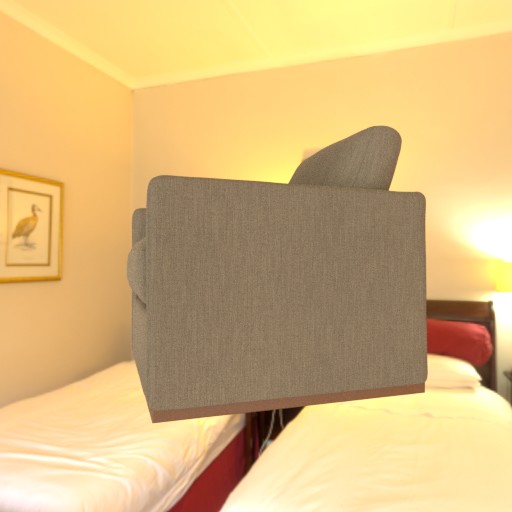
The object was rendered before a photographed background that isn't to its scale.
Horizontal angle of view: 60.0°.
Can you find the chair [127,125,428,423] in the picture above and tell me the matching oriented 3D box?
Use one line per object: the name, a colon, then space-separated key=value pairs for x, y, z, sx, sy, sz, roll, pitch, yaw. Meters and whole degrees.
chair: x=0.000 y=0.000 z=1.523 sx=0.834 sy=0.811 sz=0.763 roll=0 pitch=-1 yaw=-18
